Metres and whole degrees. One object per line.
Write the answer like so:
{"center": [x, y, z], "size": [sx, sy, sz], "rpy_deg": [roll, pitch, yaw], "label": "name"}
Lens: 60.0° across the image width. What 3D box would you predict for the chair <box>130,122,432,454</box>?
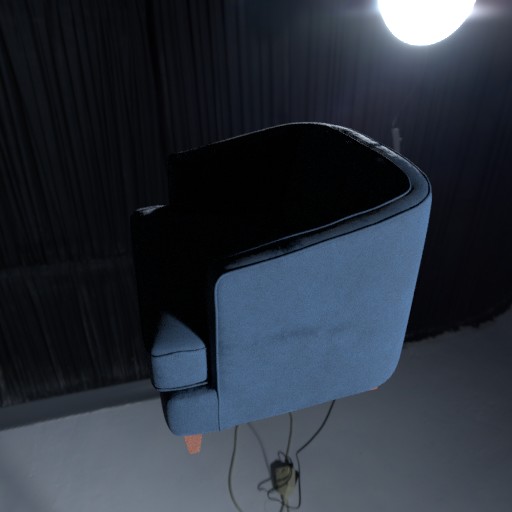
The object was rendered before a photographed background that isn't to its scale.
{"center": [0.000, 0.000, 1.745], "size": [0.940, 0.852, 1.094], "rpy_deg": [-8, 31, -14], "label": "chair"}
